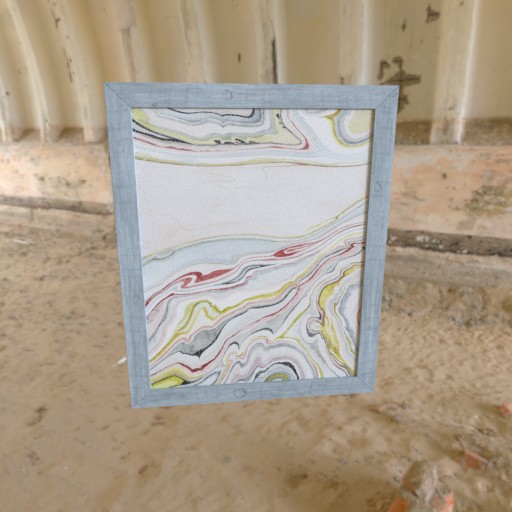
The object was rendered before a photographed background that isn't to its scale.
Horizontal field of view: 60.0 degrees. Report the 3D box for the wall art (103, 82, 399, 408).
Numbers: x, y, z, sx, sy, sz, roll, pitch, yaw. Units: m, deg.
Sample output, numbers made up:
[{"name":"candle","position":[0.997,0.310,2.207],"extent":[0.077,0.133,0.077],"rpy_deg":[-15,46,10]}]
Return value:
[{"name":"wall art","position":[0.000,0.000,0.803],"extent":[0.479,0.582,0.022],"rpy_deg":[-2,16,-6]}]
